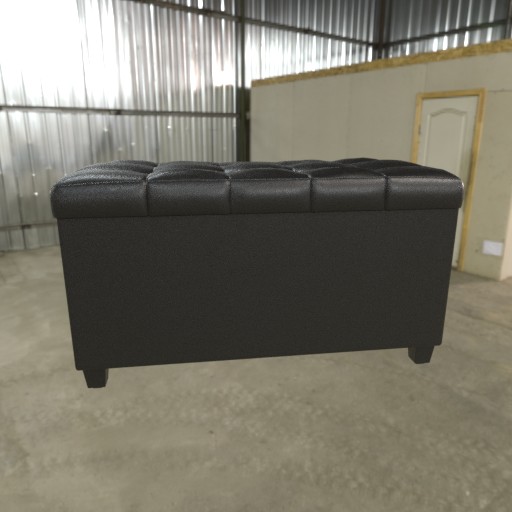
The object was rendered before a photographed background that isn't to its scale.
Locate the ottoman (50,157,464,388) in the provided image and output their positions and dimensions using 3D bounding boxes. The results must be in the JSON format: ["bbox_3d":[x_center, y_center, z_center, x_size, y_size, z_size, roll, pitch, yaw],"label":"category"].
[{"bbox_3d":[0.000,0.000,1.123,0.838,0.470,0.432,-2,16,-8],"label":"ottoman"}]
